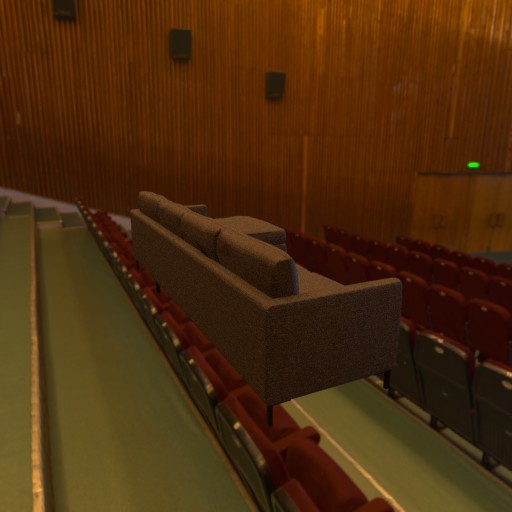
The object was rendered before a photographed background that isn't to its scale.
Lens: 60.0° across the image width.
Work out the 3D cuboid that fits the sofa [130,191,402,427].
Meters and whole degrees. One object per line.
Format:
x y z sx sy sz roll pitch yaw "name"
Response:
0.000 0.000 3.813 1.483 0.892 3.221 -7 17 -26 "sofa"
